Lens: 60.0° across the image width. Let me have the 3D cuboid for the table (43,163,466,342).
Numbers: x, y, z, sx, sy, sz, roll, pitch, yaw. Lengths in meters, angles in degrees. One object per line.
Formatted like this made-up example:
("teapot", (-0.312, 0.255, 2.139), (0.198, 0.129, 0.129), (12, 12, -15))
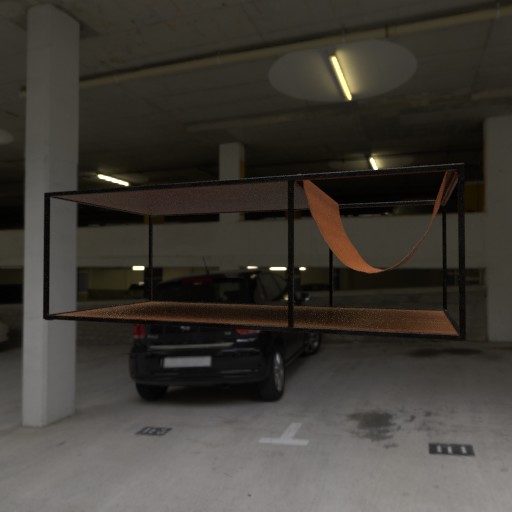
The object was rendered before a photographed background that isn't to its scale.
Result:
("table", (0.000, 0.000, 1.468), (1.199, 0.403, 0.597), (0, -1, 20))
